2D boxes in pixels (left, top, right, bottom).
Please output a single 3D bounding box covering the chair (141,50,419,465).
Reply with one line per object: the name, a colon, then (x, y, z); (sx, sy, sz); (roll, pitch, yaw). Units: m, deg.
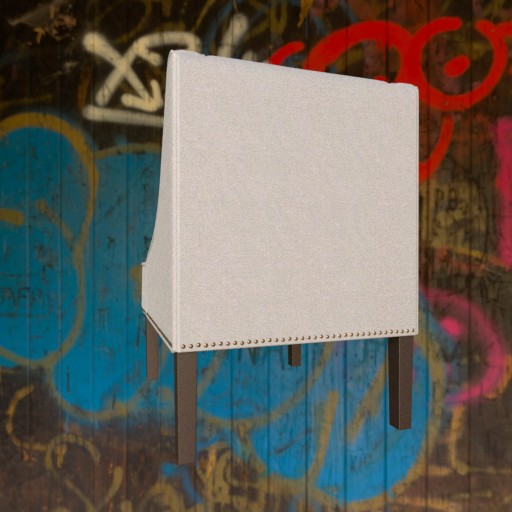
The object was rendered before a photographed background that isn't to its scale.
chair: (0.000, 0.000, 1.352); (0.631, 0.867, 0.747); (0, 0, -19)
